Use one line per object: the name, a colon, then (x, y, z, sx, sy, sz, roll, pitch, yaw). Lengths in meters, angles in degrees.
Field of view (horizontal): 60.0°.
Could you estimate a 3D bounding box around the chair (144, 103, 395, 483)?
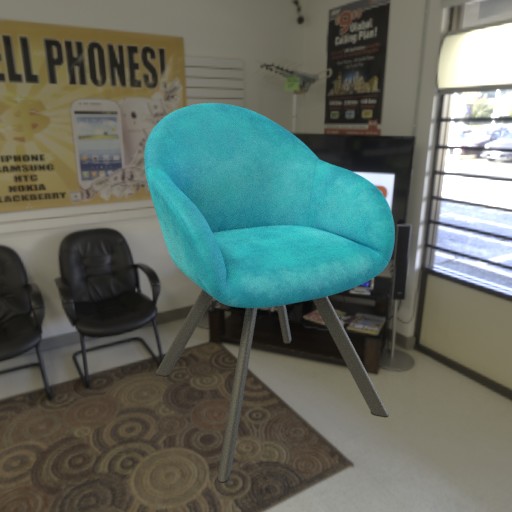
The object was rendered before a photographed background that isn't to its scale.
chair: (0.000, 0.000, 1.193, 0.550, 0.795, 0.590, -9, 19, -27)
